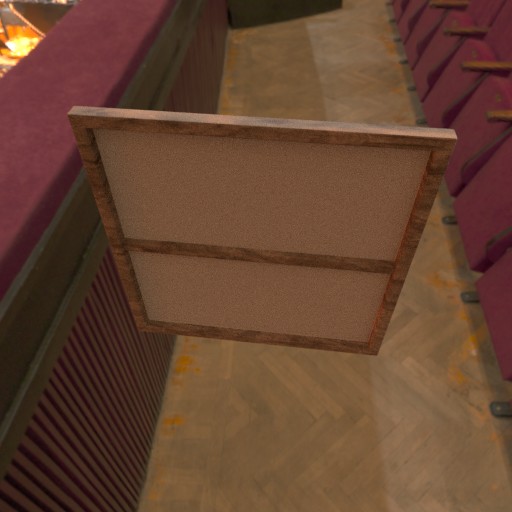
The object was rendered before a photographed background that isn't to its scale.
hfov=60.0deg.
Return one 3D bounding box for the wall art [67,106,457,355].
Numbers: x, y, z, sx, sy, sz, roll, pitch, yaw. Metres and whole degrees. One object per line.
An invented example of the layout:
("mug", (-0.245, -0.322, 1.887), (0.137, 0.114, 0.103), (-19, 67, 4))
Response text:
("wall art", (0.000, 0.000, 1.119), (0.747, 0.747, 0.035), (5, 46, 5))
